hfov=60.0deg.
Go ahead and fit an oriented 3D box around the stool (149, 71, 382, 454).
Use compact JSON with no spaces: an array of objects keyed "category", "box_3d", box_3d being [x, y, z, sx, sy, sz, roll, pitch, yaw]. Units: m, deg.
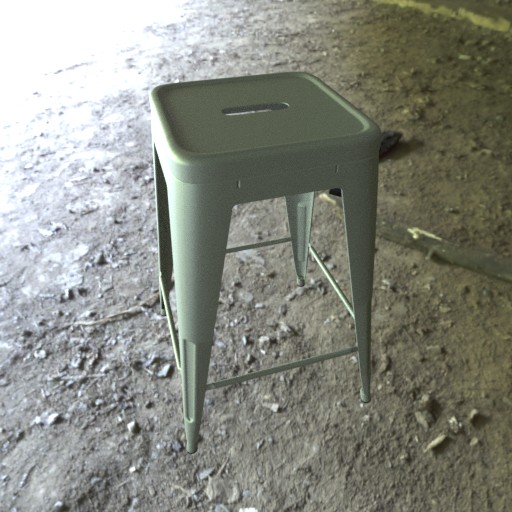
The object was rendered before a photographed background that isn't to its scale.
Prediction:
[{"category":"stool","box_3d":[0.000,0.000,0.885,0.410,0.608,0.410,-11,41,-13]}]
